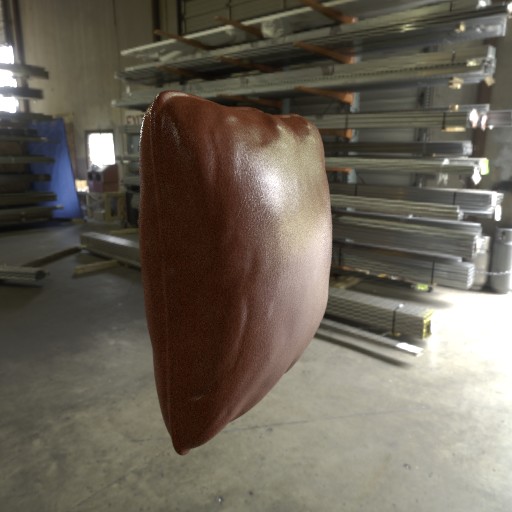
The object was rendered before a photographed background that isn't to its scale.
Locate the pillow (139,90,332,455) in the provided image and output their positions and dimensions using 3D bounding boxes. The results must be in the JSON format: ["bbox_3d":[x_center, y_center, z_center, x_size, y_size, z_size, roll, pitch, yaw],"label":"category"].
[{"bbox_3d":[0.000,0.000,0.810,0.236,0.523,0.532,7,15,26],"label":"pillow"}]
